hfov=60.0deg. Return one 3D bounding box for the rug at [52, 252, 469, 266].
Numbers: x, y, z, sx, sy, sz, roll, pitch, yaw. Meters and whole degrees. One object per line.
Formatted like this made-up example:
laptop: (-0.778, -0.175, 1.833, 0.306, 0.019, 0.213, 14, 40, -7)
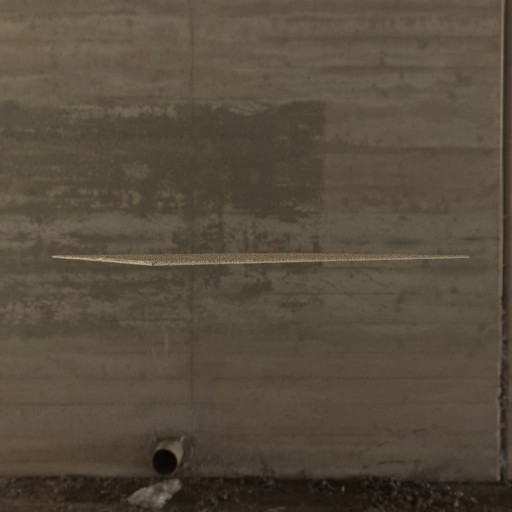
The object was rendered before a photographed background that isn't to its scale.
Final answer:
rug: (0.000, 0.000, 4.124, 3.052, 0.030, 2.429, -1, 1, -36)
